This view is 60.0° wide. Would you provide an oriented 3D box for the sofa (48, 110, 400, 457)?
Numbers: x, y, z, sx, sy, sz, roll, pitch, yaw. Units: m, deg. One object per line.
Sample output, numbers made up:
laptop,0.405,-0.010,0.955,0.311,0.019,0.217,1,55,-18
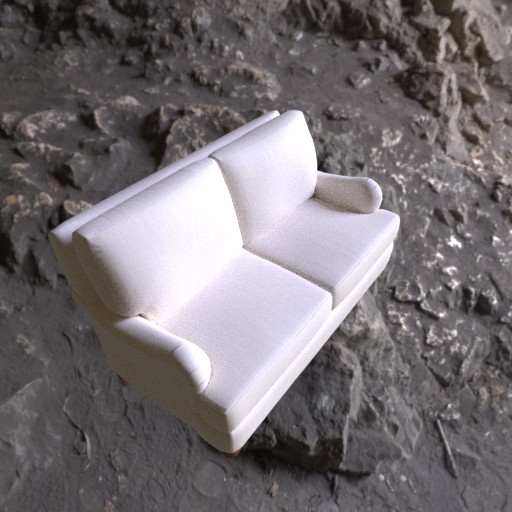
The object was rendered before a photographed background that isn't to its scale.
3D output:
sofa,0.000,0.000,2.592,1.084,1.101,1.853,26,46,27
